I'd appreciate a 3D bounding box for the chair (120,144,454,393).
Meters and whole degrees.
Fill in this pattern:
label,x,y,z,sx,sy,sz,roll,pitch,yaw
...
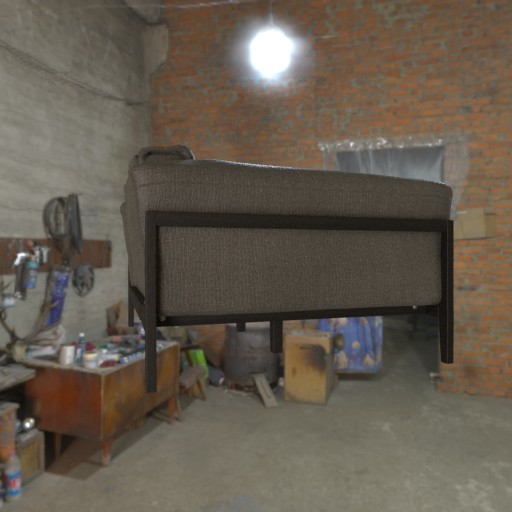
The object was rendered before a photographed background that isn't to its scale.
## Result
label,x,y,z,sx,sy,sz,roll,pitch,yaw
chair,0.000,0.000,1.683,0.969,0.646,1.056,0,0,-18
